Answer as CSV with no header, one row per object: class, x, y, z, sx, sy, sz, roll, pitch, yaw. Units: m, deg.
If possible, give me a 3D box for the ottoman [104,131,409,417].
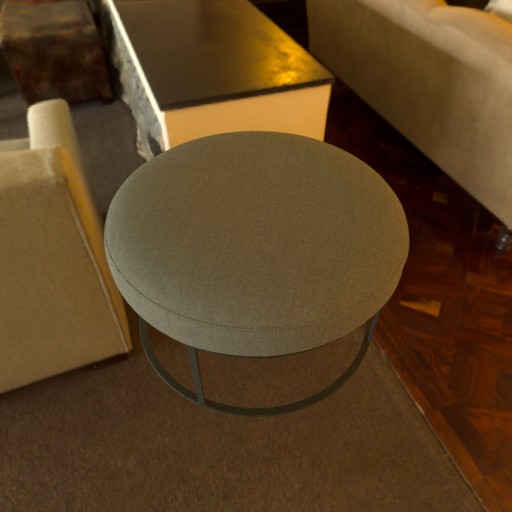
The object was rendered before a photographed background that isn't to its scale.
ottoman,0.000,0.000,1.254,0.772,0.460,0.772,0,45,0
